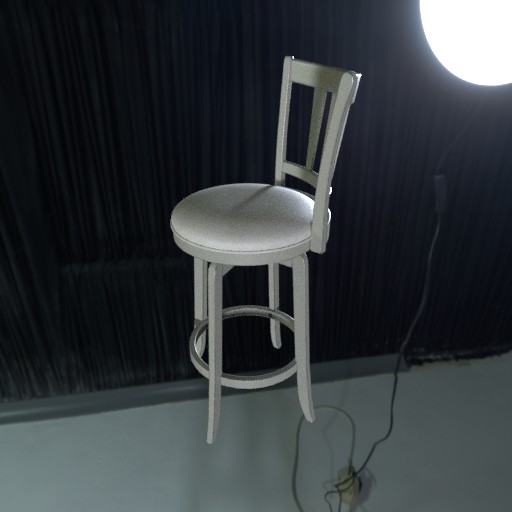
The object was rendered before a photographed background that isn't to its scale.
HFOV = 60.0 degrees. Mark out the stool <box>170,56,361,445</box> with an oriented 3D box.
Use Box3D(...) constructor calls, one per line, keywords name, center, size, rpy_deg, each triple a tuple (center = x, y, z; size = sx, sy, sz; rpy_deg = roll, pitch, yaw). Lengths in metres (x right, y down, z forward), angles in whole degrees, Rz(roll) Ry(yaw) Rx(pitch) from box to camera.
Box3D(name="stool", center=(0.000, 0.000, 1.306), size=(0.475, 1.042, 0.436), rpy_deg=(-7, 29, -13))
